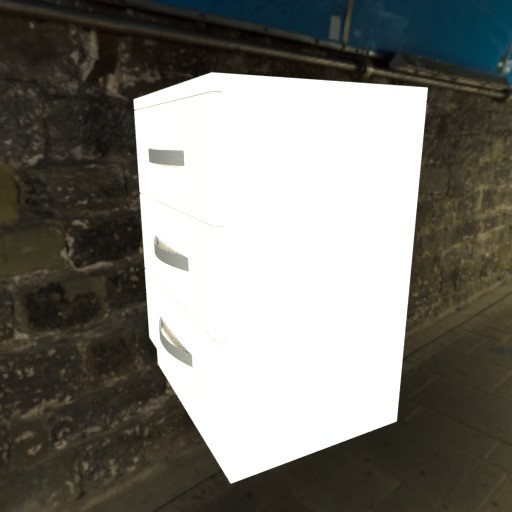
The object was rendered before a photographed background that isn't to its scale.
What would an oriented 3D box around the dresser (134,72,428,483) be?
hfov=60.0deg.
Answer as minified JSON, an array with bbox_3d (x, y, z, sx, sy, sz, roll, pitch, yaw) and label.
[{"bbox_3d":[0.000,0.000,0.812,0.360,0.560,0.400,-7,17,-26],"label":"dresser"}]
